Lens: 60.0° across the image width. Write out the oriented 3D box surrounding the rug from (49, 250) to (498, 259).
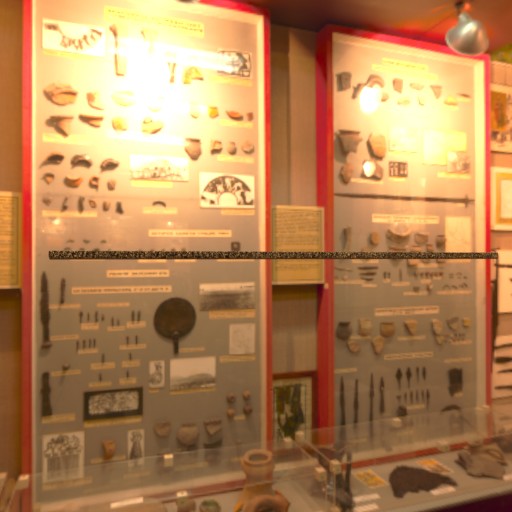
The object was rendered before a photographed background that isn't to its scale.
[{"bbox_3d":[0.000,0.000,2.043,1.601,0.025,1.198,0,0,-18],"label":"rug"}]
